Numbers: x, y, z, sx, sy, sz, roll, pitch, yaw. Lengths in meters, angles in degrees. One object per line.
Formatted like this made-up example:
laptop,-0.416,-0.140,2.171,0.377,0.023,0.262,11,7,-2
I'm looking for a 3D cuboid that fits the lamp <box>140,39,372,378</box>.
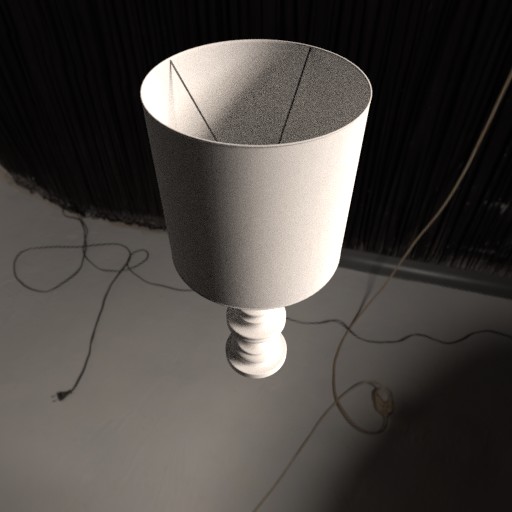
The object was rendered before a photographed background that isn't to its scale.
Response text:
lamp,0.000,0.000,0.568,0.208,0.455,0.208,10,47,9
